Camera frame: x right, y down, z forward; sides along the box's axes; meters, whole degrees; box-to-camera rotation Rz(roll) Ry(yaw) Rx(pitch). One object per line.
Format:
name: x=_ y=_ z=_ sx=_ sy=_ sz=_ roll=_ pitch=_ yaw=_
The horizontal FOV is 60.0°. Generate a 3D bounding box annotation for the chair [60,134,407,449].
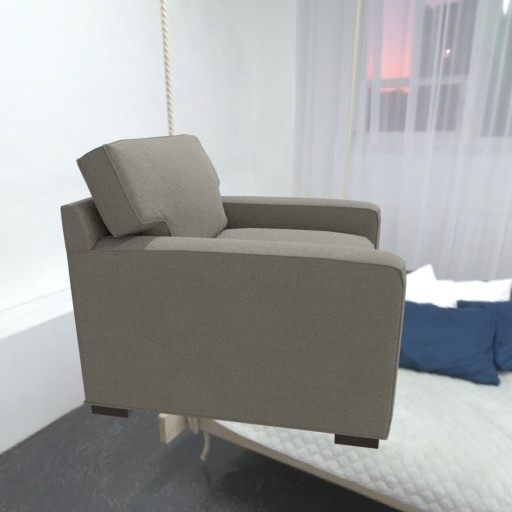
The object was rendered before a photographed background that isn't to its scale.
chair: x=0.000 y=0.000 z=1.796 sx=1.044 sy=0.934 sz=0.999 roll=3 pitch=17 yaw=10
